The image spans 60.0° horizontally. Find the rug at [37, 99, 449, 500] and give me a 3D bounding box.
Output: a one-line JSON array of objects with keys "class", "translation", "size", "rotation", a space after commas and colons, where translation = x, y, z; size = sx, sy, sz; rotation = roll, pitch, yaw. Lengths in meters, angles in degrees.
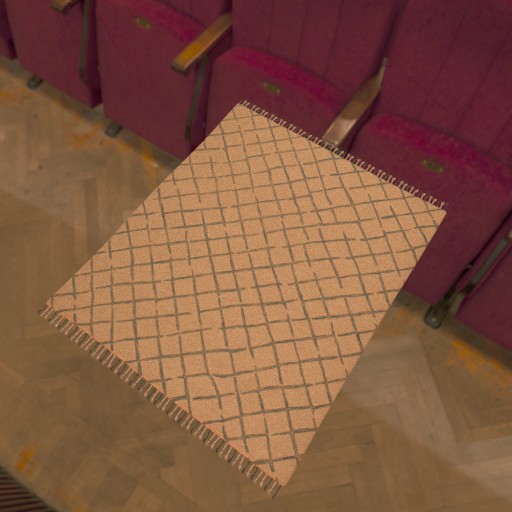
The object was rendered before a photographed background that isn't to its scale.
[{"class": "rug", "translation": [0.000, 0.000, 4.722], "size": [2.892, 0.036, 3.585], "rotation": [32, 68, 15]}]
